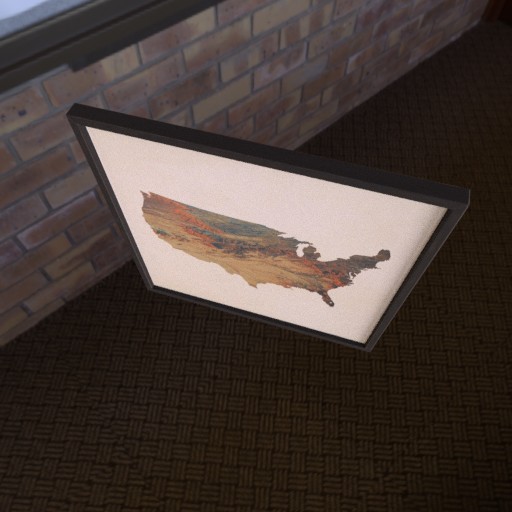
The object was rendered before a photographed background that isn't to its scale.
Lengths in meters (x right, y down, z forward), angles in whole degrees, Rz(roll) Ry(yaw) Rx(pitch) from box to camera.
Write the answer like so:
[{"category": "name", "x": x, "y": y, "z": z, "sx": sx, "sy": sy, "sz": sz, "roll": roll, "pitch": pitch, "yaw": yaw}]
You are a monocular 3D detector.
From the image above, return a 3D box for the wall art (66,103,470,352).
[{"category": "wall art", "x": 0.000, "y": 0.000, "z": 0.454, "sx": 0.304, "sy": 0.303, "sz": 0.015, "roll": 15, "pitch": 60, "yaw": 9}]
